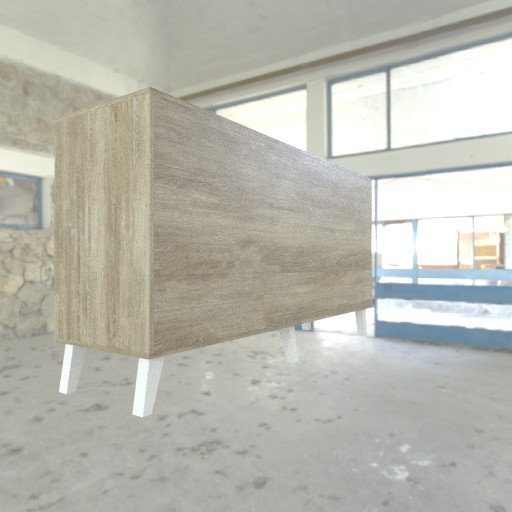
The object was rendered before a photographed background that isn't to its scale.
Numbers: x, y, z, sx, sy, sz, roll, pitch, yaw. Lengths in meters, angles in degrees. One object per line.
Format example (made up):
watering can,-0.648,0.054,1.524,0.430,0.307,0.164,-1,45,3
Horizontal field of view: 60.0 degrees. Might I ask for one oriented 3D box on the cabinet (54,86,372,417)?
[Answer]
cabinet,0.000,0.000,1.939,0.450,0.870,1.600,0,-1,35
